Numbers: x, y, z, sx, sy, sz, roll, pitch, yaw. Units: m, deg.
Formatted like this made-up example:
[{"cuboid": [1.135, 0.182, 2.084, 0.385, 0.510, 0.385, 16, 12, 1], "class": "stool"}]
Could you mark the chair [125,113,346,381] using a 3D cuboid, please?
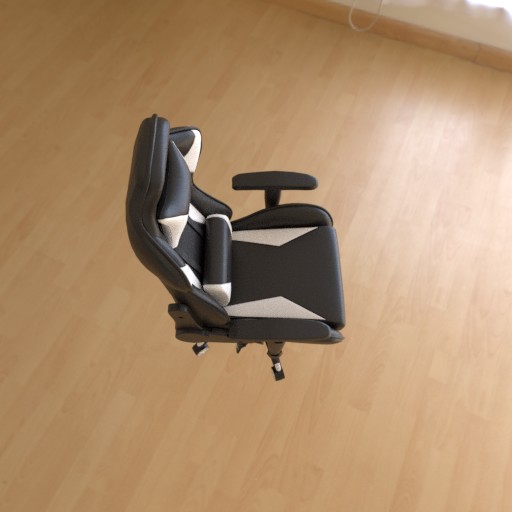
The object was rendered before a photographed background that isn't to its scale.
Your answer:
[{"cuboid": [0.000, 0.000, 1.677, 0.695, 1.285, 0.730, 0, 63, 0], "class": "chair"}]
